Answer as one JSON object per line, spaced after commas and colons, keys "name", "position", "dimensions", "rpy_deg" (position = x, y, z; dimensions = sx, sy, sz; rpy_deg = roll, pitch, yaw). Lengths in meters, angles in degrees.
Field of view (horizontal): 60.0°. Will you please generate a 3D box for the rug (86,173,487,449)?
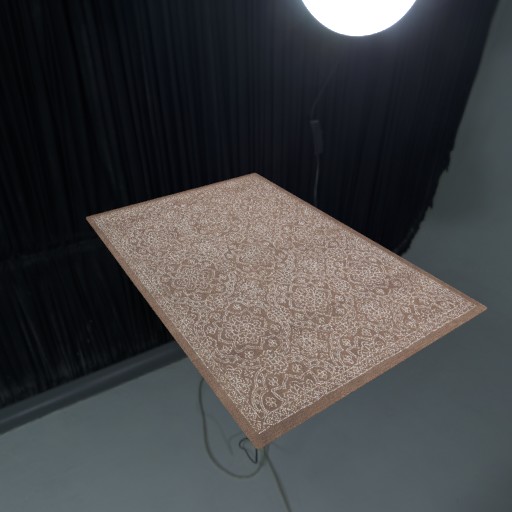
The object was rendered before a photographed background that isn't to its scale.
{"name": "rug", "position": [0.000, 0.000, 2.863], "dimensions": [1.524, 0.011, 2.286], "rpy_deg": [-20, 38, -28]}
